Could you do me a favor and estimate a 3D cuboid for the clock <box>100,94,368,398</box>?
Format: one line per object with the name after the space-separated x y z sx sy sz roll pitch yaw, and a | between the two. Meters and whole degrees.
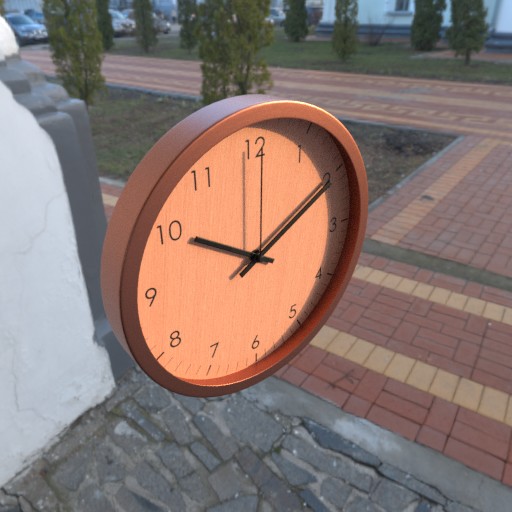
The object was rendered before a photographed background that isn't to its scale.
0.000 0.000 0.460 0.313 0.313 0.040 -22 35 -34 | clock
